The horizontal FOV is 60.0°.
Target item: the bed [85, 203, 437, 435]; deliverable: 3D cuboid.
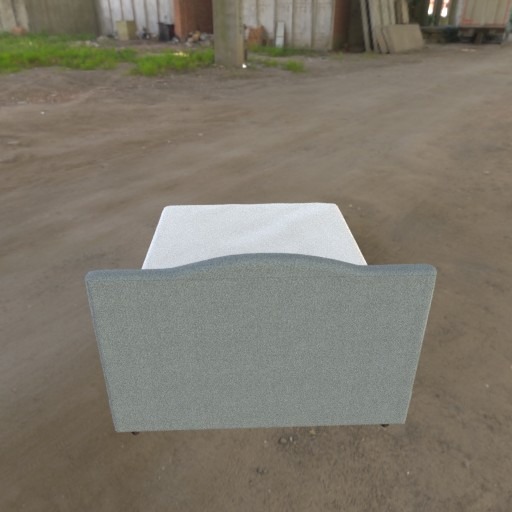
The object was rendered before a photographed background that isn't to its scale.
[{"bbox_3d":[0.000,0.000,4.025,2.161,1.457,2.689,-1,29,-2],"label":"bed"}]
